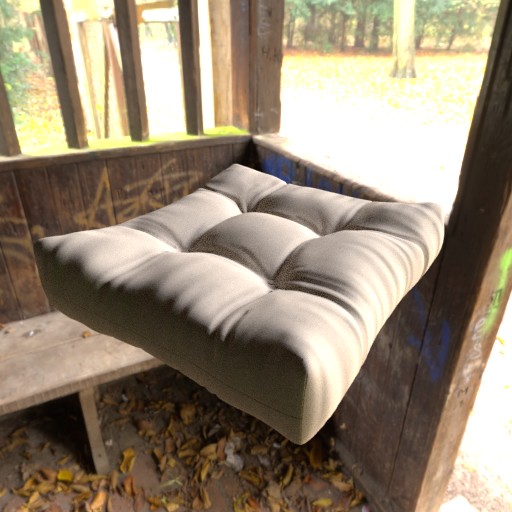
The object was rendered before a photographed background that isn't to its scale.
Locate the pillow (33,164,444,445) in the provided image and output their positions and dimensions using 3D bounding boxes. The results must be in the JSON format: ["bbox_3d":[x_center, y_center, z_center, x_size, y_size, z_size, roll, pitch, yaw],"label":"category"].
[{"bbox_3d":[0.000,0.000,0.702,0.468,0.128,0.490,18,33,30],"label":"pillow"}]
